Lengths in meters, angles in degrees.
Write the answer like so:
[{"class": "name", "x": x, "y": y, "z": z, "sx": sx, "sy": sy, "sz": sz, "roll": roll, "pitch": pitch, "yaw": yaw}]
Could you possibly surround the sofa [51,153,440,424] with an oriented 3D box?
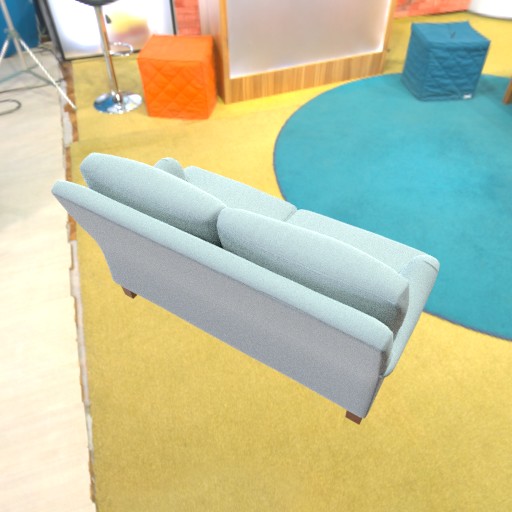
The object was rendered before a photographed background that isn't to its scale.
[{"class": "sofa", "x": 0.000, "y": 0.000, "z": 2.526, "sx": 1.853, "sy": 1.101, "sz": 1.084, "roll": 24, "pitch": 50, "yaw": 22}]
